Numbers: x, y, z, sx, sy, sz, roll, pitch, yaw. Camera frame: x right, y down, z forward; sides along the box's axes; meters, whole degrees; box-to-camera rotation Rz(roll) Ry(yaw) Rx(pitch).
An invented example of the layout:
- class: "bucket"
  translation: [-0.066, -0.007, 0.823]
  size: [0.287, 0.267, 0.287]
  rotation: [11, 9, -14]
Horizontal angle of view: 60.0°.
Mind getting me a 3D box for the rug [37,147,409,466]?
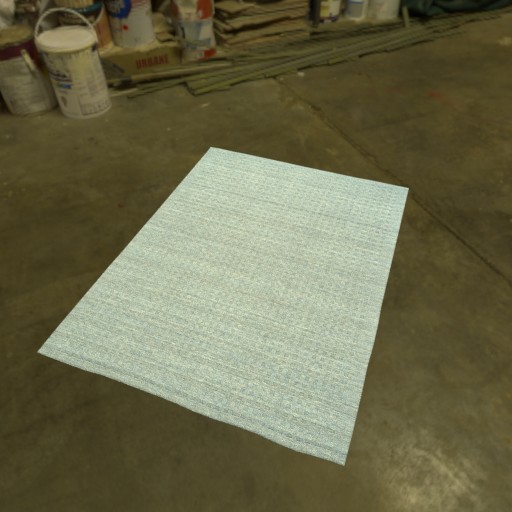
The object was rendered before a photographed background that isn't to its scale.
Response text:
- class: "rug"
  translation: [0.000, 0.000, 4.203]
  size: [2.443, 0.007, 3.200]
  rotation: [15, 47, 15]
